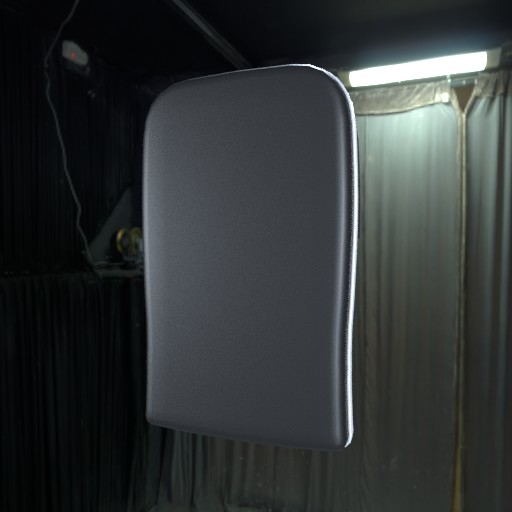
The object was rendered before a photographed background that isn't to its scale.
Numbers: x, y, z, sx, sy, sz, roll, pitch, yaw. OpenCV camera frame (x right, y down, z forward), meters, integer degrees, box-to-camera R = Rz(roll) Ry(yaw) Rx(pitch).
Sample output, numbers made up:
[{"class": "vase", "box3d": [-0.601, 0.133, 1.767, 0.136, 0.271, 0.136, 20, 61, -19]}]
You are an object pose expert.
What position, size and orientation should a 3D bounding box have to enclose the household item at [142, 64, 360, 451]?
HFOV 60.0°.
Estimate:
[{"class": "household item", "box3d": [0.000, 0.000, 0.150, 0.070, 0.114, 0.038, 0, 0, 20]}]
